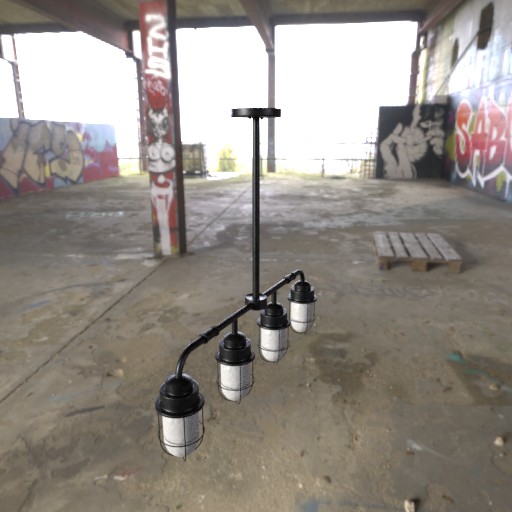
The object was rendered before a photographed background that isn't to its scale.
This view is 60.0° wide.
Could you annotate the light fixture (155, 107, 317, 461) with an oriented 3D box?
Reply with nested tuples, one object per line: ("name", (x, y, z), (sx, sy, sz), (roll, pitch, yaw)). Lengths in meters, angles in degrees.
("light fixture", (0.000, 0.000, 1.245), (0.131, 0.785, 0.852), (8, 17, 26))
